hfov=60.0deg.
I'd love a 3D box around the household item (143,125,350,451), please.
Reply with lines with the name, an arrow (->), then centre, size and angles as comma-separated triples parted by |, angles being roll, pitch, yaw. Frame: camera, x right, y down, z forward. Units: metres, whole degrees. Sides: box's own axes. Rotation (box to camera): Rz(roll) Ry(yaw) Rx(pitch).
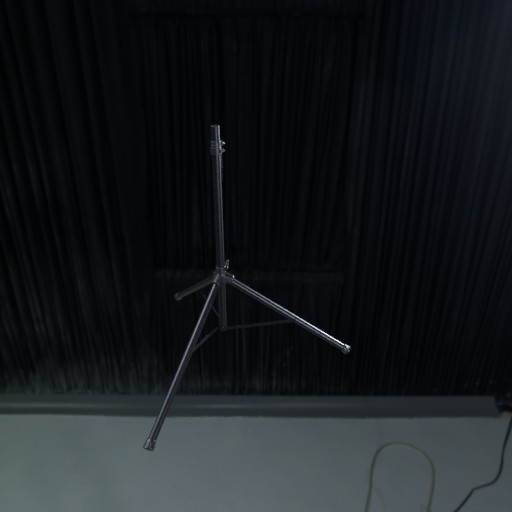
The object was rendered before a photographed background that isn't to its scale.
household item -> 0.000, 0.000, 2.776 | 1.339, 1.595, 1.596 | -1, 27, -2
